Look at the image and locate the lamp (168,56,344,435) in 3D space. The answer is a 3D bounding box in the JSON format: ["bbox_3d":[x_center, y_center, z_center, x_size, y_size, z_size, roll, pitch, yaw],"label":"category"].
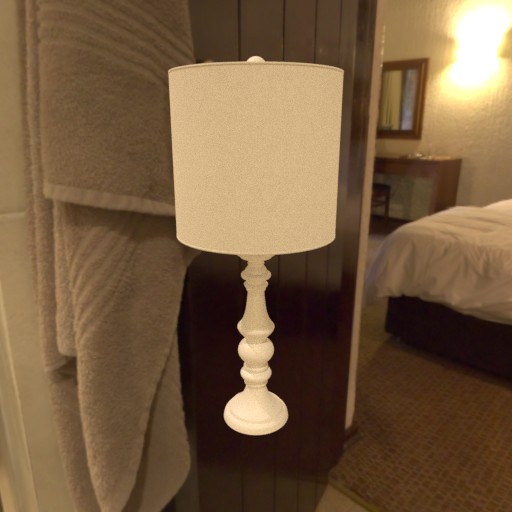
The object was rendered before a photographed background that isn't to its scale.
[{"bbox_3d":[0.000,0.000,0.720,0.250,0.597,0.250,2,17,7],"label":"lamp"}]
